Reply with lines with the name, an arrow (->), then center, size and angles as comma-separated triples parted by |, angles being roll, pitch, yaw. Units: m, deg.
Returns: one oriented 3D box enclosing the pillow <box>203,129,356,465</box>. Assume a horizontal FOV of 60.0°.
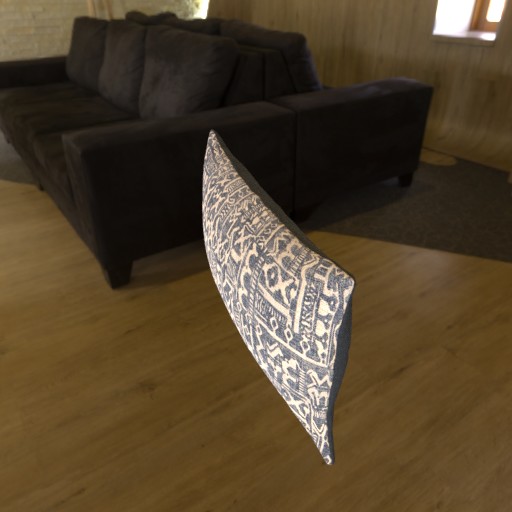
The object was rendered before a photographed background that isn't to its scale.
pillow -> 0.000, 0.000, 0.768 | 0.148, 0.292, 0.631 | -10, 32, -16
